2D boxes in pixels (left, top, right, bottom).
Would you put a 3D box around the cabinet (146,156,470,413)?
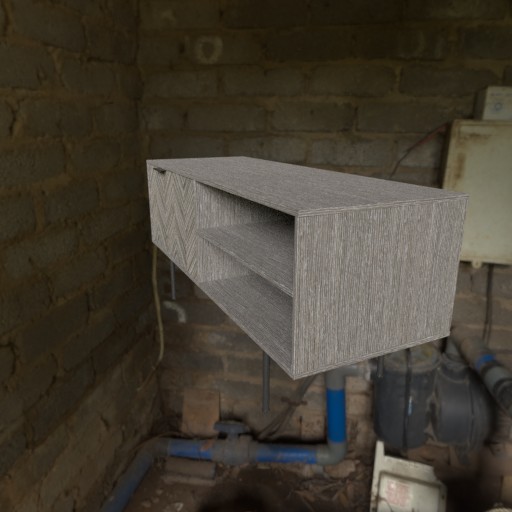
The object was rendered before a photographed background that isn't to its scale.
[{"bbox_3d":[0.000,0.000,1.599,0.500,0.599,1.300,-8,19,-25],"label":"cabinet"}]
